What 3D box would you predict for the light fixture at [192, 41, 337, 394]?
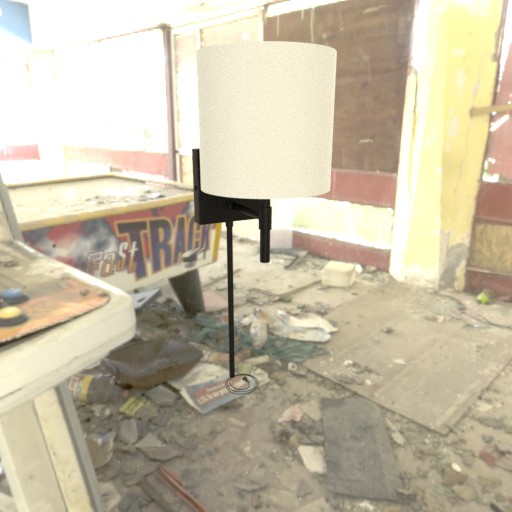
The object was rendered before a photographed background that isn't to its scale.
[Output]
[{"bbox_3d":[0.000,0.000,0.710,0.188,0.589,0.248,-9,19,-26],"label":"light fixture"}]
